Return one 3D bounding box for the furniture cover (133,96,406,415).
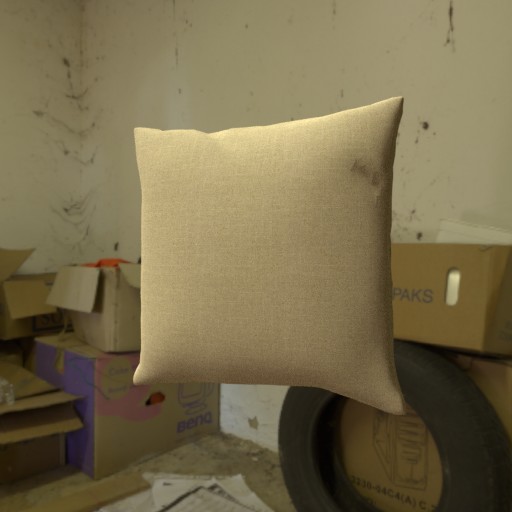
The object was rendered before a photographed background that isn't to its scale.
[{"bbox_3d":[0.000,0.000,0.670,0.431,0.431,0.139,0,0,20],"label":"furniture cover"}]
